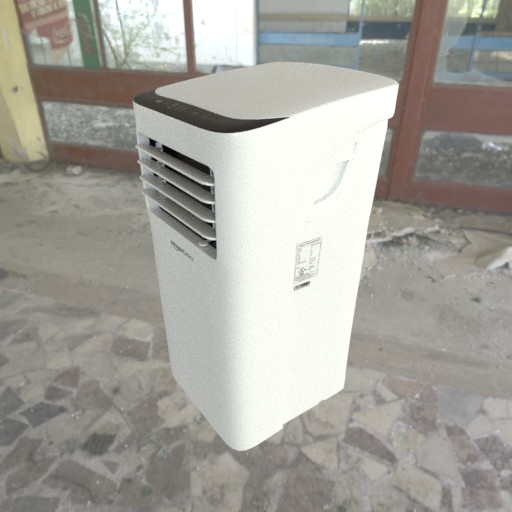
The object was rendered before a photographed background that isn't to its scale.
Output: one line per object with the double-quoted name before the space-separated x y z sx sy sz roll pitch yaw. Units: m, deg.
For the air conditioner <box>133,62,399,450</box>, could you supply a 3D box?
"air conditioner" 0.000 0.000 0.927 0.369 0.716 0.352 -20 35 -31
